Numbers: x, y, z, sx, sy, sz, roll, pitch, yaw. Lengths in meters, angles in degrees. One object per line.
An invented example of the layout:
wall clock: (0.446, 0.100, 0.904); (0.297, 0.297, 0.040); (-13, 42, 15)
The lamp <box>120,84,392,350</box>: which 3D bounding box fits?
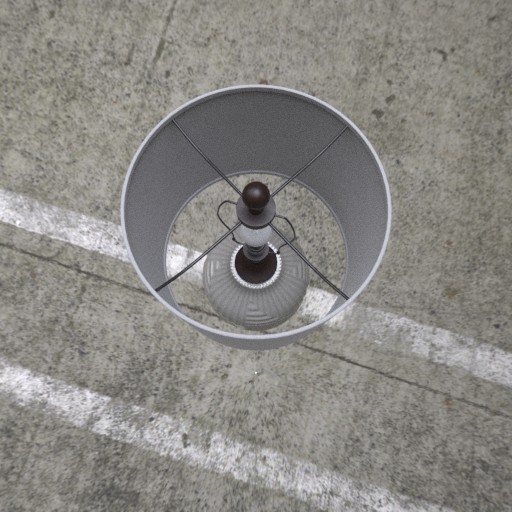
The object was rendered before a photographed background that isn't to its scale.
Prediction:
lamp: (0.000, 0.000, 0.760); (0.318, 0.567, 0.318); (0, 75, 0)
